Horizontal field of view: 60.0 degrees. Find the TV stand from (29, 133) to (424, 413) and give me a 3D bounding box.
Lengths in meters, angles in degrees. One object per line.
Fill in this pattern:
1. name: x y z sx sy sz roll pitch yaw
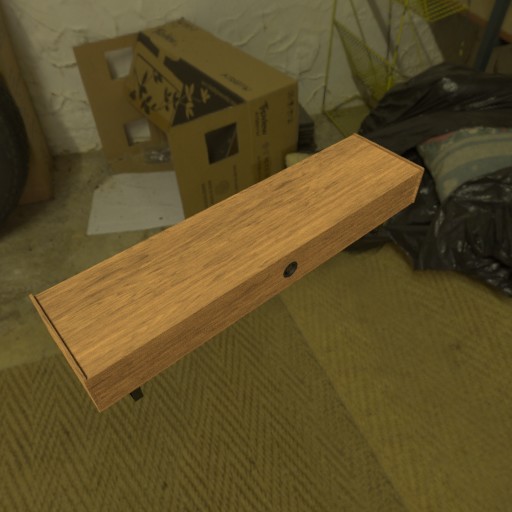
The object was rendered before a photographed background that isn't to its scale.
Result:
1. TV stand: 0.000 0.000 2.056 1.796 0.415 0.467 -31 53 -27
